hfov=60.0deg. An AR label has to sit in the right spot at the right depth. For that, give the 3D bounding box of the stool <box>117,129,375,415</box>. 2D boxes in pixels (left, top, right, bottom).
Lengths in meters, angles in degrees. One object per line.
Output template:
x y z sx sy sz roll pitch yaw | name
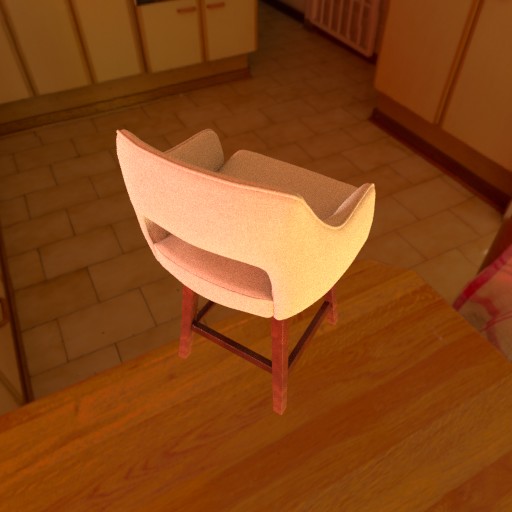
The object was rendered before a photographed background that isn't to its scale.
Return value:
0.000 0.000 1.292 0.550 0.936 0.560 24 50 21 | stool
